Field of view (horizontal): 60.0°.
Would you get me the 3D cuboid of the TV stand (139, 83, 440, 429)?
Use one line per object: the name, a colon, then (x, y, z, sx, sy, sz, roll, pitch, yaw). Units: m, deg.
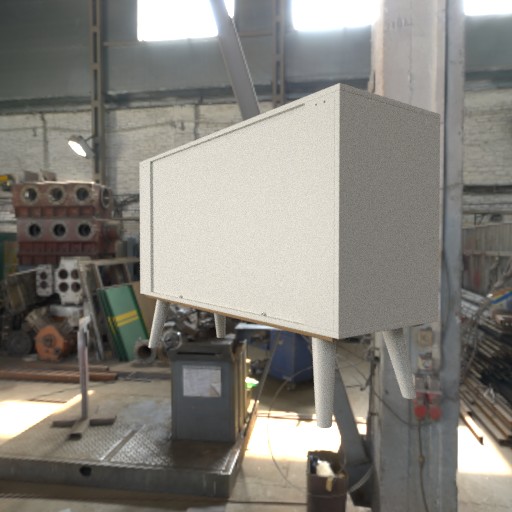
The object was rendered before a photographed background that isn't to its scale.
TV stand: (0.000, 0.000, 1.611, 0.406, 0.812, 1.193, -1, 2, -36)
